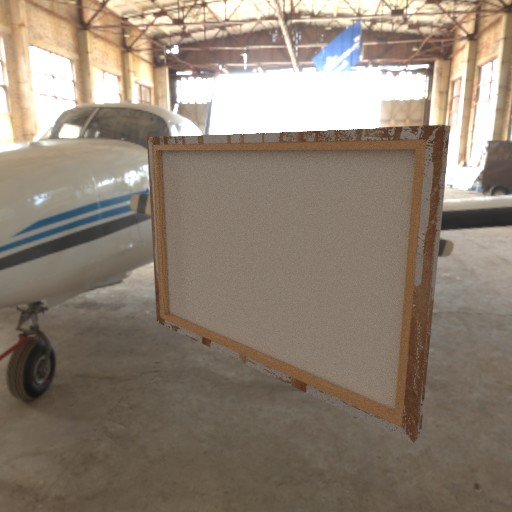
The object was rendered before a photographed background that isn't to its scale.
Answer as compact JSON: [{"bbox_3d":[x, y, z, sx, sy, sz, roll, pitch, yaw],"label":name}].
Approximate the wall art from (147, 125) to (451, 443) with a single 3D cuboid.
[{"bbox_3d":[0.000,0.000,1.137,0.914,0.609,0.035,13,18,43],"label":"wall art"}]
